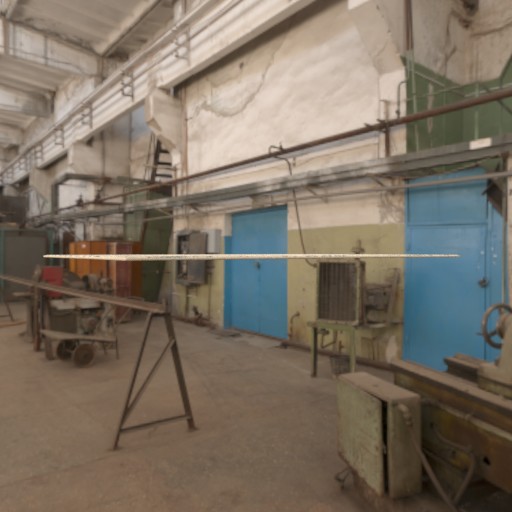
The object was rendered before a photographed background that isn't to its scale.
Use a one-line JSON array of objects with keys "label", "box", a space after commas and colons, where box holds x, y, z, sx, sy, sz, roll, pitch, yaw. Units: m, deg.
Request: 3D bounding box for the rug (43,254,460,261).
[{"label": "rug", "box": [0.000, 0.000, 2.333, 1.831, 0.012, 1.213, 0, 1, -36]}]
